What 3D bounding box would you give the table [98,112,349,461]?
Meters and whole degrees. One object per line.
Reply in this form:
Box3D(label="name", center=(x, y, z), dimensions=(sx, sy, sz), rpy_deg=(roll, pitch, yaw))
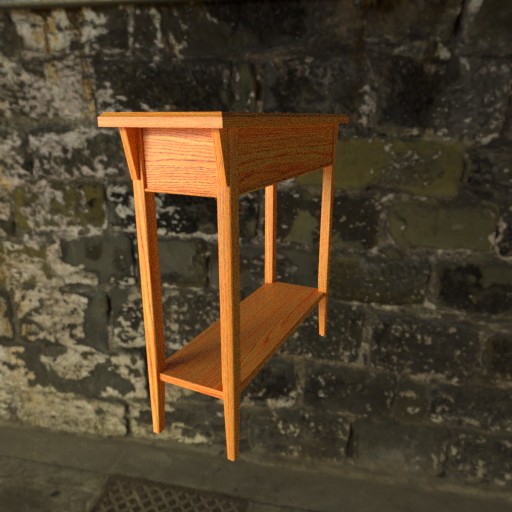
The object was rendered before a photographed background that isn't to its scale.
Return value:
Box3D(label="table", center=(0.000, 0.000, 1.162), dimensions=(0.254, 0.711, 0.762), rpy_deg=(8, 19, 25))
